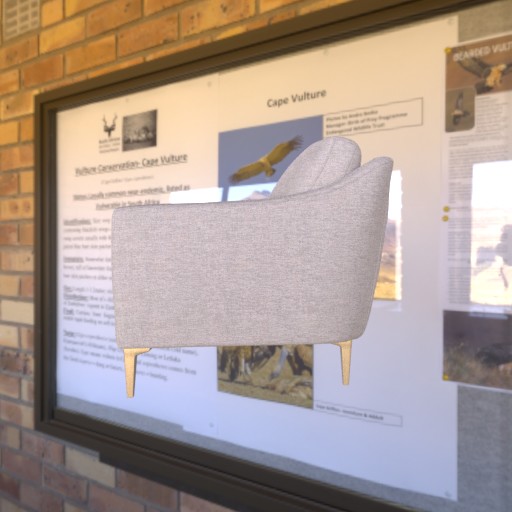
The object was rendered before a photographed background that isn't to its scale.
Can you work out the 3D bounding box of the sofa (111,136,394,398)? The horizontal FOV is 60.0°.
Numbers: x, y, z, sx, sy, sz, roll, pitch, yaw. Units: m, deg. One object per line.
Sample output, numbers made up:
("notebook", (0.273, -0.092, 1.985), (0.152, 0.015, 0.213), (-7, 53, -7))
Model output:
("sofa", (0.000, 0.000, 2.184), (0.960, 0.904, 1.619), (0, 0, -1))
